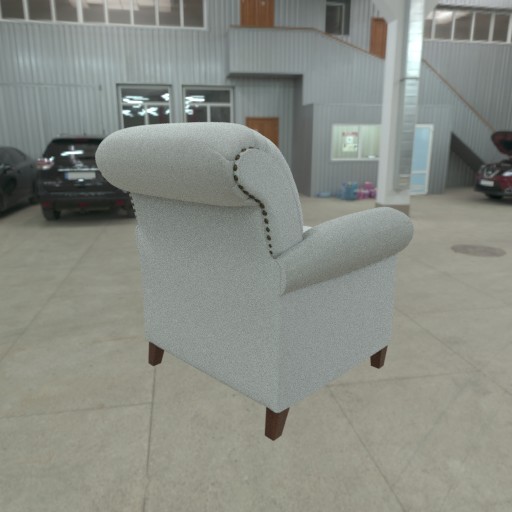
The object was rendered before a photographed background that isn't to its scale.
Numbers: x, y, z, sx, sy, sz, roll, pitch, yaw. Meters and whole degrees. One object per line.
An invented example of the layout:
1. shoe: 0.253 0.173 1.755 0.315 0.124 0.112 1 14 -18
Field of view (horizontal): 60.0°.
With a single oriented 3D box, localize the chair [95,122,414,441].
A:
1. chair: 0.000 0.000 1.639 0.854 0.927 0.890 14 20 43
